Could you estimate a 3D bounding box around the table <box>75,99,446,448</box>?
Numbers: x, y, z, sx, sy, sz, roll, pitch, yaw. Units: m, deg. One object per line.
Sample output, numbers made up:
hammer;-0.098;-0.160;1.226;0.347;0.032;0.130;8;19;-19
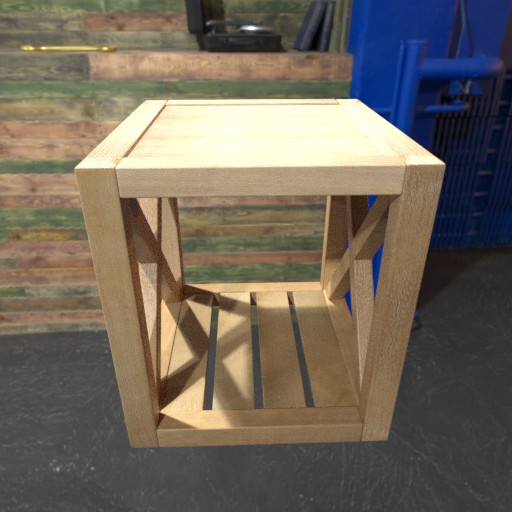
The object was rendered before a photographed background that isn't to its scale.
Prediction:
table;0.000;0.000;1.039;0.558;0.610;0.559;-1;29;-2
